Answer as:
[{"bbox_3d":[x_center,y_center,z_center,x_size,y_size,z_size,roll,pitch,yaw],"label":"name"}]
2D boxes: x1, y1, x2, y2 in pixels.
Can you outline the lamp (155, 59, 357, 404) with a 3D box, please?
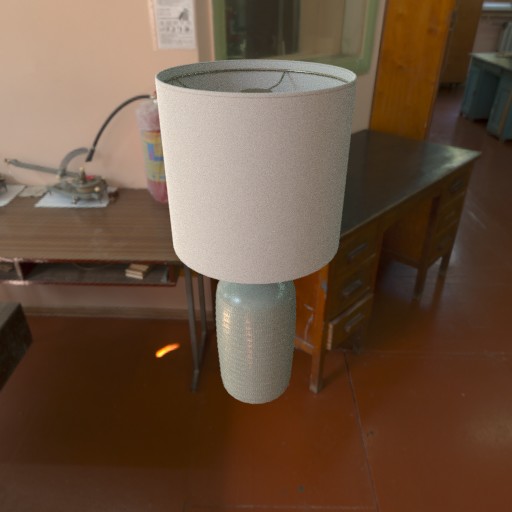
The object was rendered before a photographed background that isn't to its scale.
[{"bbox_3d":[0.000,0.000,0.615,0.220,0.475,0.220,20,37,30],"label":"lamp"}]
